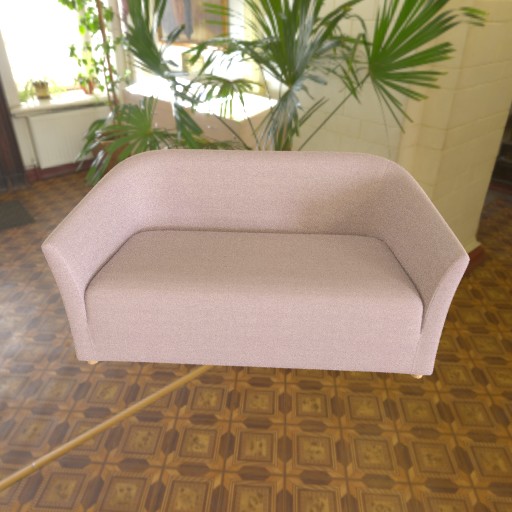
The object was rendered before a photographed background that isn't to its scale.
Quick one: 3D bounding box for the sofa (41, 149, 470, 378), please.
[{"bbox_3d":[0.000,0.000,1.890,1.452,0.721,0.705,2,30,3],"label":"sofa"}]
